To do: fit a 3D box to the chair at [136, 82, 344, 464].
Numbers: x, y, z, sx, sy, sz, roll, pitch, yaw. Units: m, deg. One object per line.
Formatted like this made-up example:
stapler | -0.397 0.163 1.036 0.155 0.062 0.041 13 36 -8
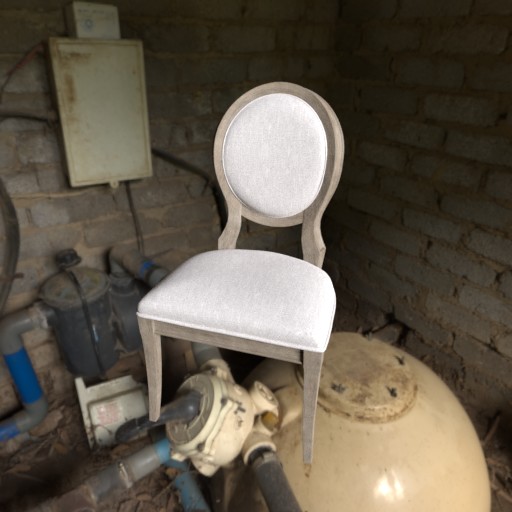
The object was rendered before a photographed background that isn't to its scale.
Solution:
chair | 0.000 0.000 1.405 0.558 0.990 0.602 8 27 16
